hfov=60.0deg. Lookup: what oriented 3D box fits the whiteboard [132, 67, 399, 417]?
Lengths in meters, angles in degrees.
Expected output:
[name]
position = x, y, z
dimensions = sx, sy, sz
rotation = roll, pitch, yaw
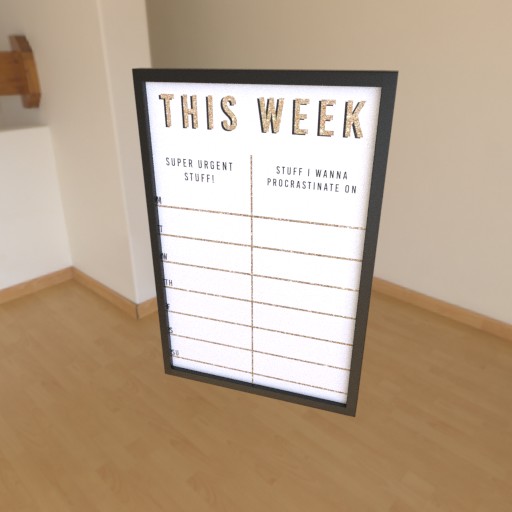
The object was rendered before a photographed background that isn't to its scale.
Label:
[whiteboard]
position = 0.000, 0.000, 0.785
dimensions = 0.406, 0.611, 0.026
rotation = 8, 26, 16
